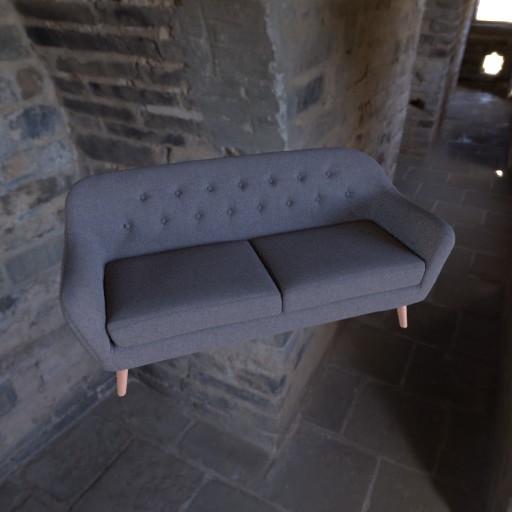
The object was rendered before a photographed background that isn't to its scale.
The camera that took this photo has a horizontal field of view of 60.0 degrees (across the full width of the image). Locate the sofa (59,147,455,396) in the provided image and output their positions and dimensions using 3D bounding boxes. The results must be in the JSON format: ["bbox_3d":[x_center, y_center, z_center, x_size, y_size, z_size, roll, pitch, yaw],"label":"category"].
[{"bbox_3d":[0.000,0.000,2.298,1.840,0.820,0.820,-10,33,-15],"label":"sofa"}]
